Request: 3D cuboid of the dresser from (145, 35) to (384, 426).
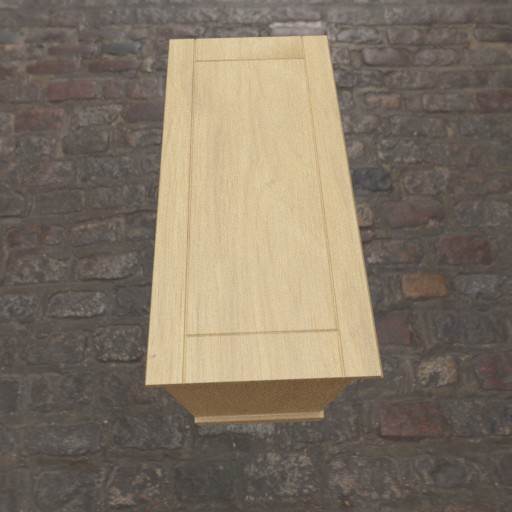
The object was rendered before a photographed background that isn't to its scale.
[{"bbox_3d":[0.000,0.000,1.377,0.440,0.835,0.915,-2,64,-1],"label":"dresser"}]
